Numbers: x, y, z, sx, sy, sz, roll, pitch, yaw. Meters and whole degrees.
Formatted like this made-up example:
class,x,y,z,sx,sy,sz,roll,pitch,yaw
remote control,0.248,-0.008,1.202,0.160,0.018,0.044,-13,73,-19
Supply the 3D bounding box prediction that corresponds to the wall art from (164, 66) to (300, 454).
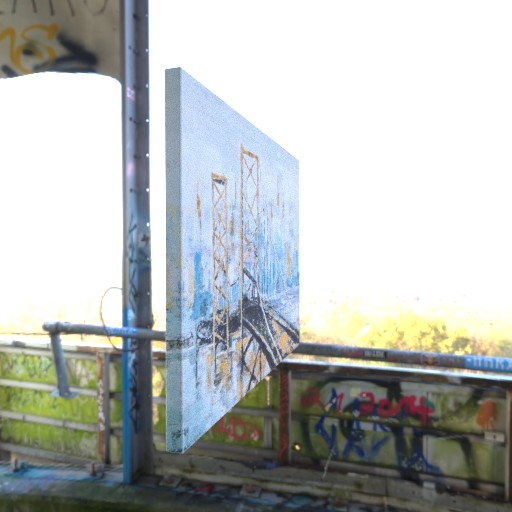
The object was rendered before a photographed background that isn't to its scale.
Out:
class,x,y,z,sx,sy,sz,roll,pitch,yaw
wall art,0.000,0.000,1.353,0.038,0.762,1.016,1,2,19
